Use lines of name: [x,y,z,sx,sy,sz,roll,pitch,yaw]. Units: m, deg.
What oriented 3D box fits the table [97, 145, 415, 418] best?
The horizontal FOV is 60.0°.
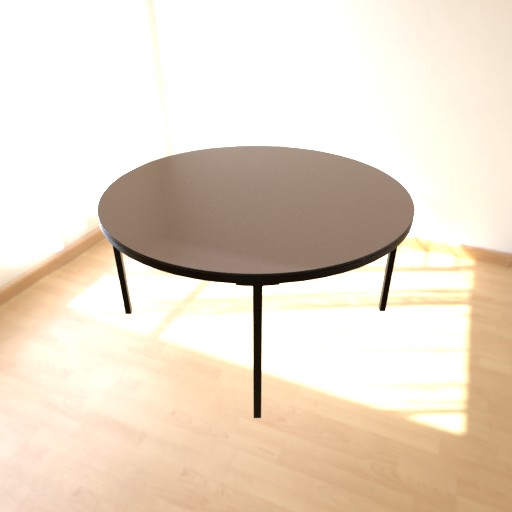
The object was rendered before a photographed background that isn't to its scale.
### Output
table: [0.000,0.000,1.267,0.800,0.400,0.800,0,31,0]
